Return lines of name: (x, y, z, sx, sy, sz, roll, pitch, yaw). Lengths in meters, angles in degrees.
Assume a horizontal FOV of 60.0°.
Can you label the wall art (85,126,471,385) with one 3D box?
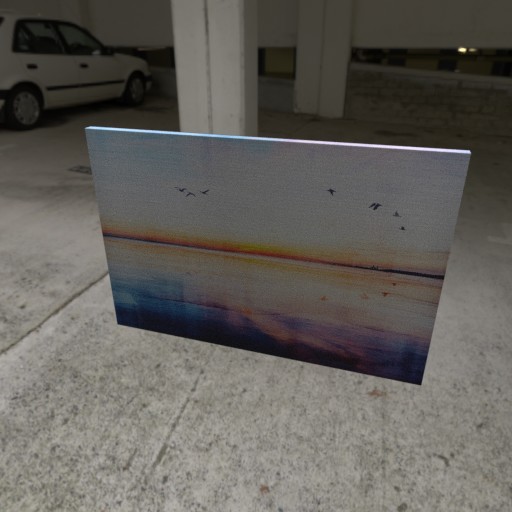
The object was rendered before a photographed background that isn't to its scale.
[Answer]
wall art: (0.000, 0.000, 0.766, 0.604, 0.402, 0.018, 8, 27, 16)
